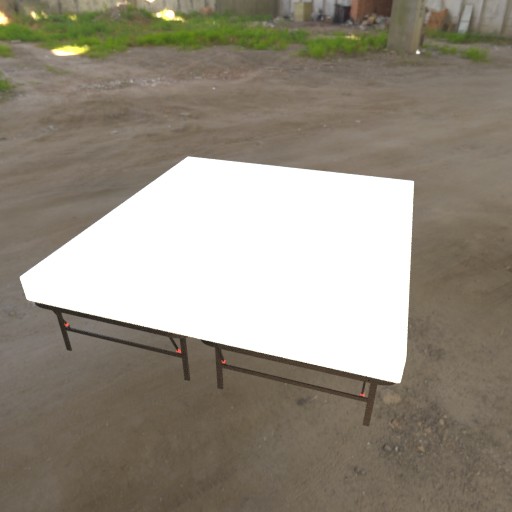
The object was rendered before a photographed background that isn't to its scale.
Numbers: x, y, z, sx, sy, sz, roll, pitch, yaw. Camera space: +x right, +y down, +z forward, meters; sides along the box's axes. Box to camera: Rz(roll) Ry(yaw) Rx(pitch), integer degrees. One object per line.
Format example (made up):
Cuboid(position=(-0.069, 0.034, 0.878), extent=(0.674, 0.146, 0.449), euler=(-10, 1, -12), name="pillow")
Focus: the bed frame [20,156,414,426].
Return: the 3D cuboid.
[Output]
Cuboid(position=(0.000, 0.000, 3.018), extent=(1.930, 0.559, 2.032), euler=(9, 32, 15), name="bed frame")
